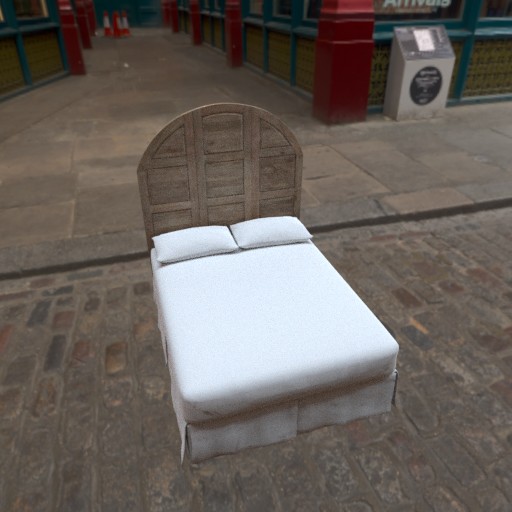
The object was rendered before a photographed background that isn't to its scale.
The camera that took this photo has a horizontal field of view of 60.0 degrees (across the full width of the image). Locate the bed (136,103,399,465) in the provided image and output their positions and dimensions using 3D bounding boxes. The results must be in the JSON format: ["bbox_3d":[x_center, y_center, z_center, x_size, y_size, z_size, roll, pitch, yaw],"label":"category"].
[{"bbox_3d":[0.000,0.000,3.627,1.713,2.002,2.112,-9,32,-15],"label":"bed"}]
